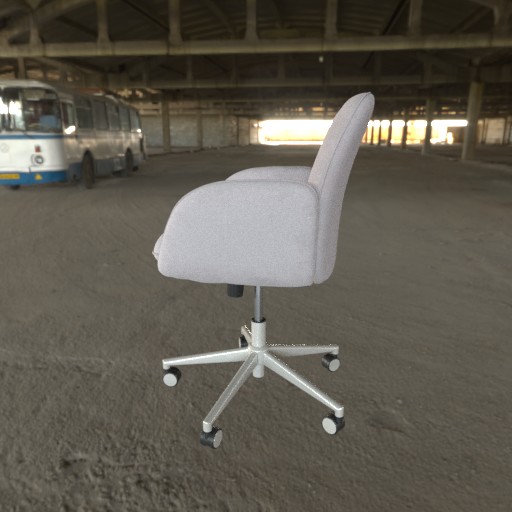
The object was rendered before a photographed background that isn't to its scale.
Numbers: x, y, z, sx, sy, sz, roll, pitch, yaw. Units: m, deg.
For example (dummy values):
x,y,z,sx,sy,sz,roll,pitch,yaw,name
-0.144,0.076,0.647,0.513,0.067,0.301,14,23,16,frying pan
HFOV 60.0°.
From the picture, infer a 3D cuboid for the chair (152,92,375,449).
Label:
x,y,z,sx,sy,sz,roll,pitch,yaw,name
0.000,0.000,1.395,0.654,0.959,0.648,2,16,8,chair
